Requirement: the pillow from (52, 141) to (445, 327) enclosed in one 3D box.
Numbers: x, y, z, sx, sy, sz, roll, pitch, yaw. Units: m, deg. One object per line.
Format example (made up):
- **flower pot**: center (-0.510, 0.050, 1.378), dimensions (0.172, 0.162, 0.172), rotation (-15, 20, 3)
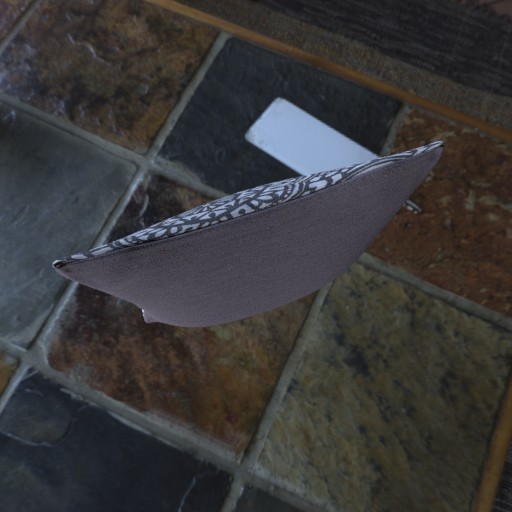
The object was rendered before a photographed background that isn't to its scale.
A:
- **pillow**: center (0.000, 0.000, 0.654), dimensions (0.436, 0.417, 0.148), rotation (-18, 76, -5)
